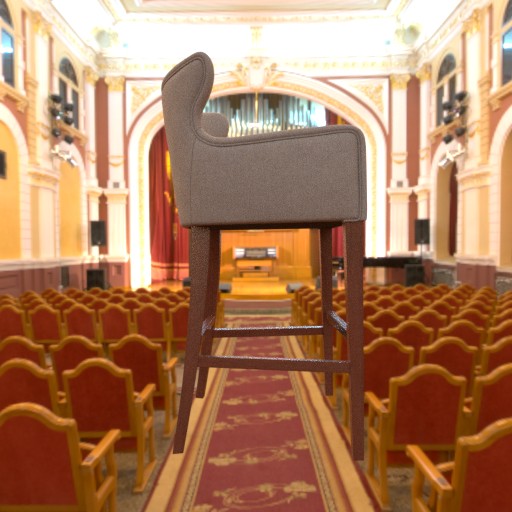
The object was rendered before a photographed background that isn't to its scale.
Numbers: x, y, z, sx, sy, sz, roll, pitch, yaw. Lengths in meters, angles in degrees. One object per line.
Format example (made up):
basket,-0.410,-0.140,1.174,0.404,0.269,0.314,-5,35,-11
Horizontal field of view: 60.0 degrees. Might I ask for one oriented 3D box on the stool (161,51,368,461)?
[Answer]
stool,0.000,0.000,1.398,0.575,1.047,0.575,0,1,1
